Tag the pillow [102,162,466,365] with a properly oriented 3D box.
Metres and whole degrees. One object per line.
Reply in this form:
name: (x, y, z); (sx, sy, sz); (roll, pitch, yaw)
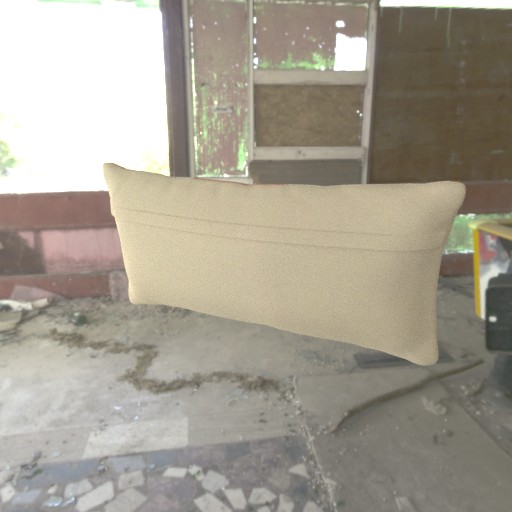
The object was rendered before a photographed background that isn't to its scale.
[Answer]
pillow: (0.000, 0.000, 0.739); (0.609, 0.292, 0.155); (8, 18, 26)
